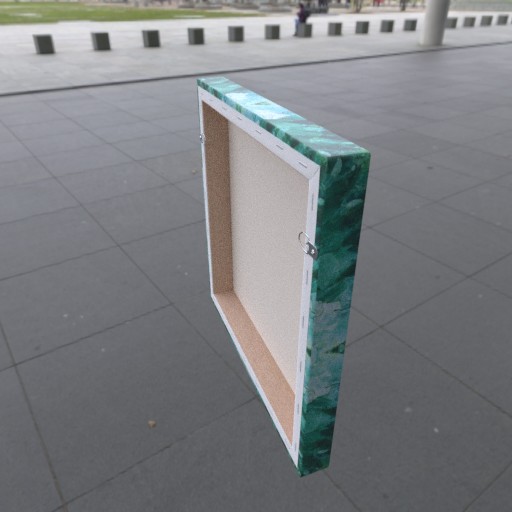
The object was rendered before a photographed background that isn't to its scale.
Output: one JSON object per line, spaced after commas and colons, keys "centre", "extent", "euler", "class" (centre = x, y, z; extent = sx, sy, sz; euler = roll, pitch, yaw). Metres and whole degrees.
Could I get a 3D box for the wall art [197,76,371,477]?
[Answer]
{"centre": [0.000, 0.000, 0.471], "extent": [0.033, 0.313, 0.313], "euler": [-11, 32, -18], "class": "wall art"}
